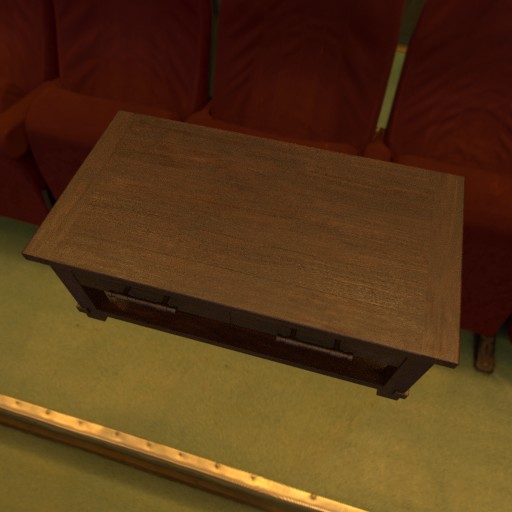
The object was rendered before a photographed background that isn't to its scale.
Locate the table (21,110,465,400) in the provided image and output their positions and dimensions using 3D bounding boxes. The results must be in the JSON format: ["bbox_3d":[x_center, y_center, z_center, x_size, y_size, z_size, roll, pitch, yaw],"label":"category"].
[{"bbox_3d":[0.000,0.000,1.609,1.270,0.494,0.700,13,58,8],"label":"table"}]
